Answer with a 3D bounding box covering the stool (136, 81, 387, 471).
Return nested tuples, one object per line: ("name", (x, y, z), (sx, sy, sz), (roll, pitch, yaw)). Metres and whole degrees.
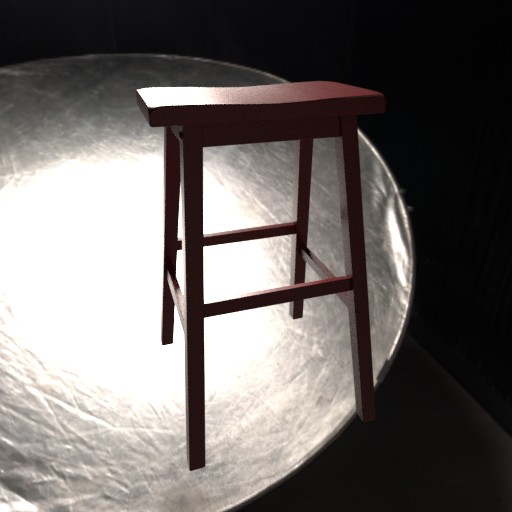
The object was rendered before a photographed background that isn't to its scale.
("stool", (0.000, 0.000, 1.046), (0.457, 0.737, 0.476), (-9, 29, -16))
